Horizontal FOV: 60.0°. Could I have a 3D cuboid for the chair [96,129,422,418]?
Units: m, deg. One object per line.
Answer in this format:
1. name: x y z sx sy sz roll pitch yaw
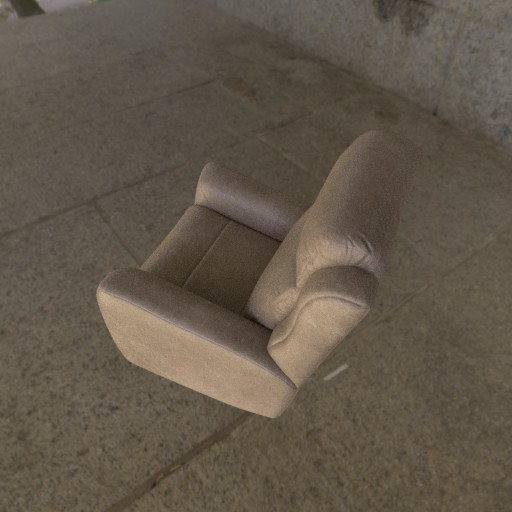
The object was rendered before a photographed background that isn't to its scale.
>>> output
1. chair: 0.000 0.000 1.921 1.068 1.116 0.967 18 49 16
